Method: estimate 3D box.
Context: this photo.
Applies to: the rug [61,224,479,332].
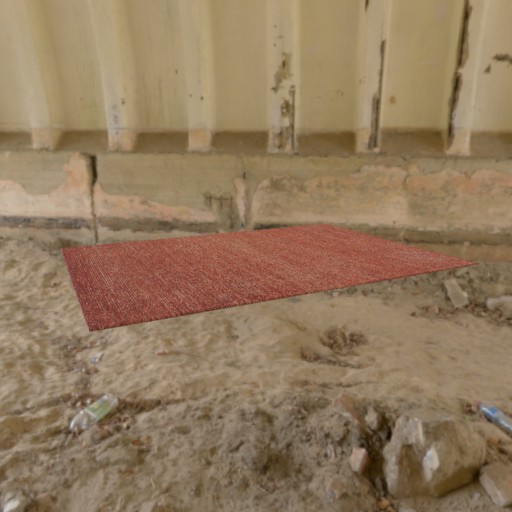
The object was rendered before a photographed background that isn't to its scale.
[{"bbox_3d":[0.000,0.000,5.099,3.965,0.025,2.803,-7,16,-26],"label":"rug"}]
